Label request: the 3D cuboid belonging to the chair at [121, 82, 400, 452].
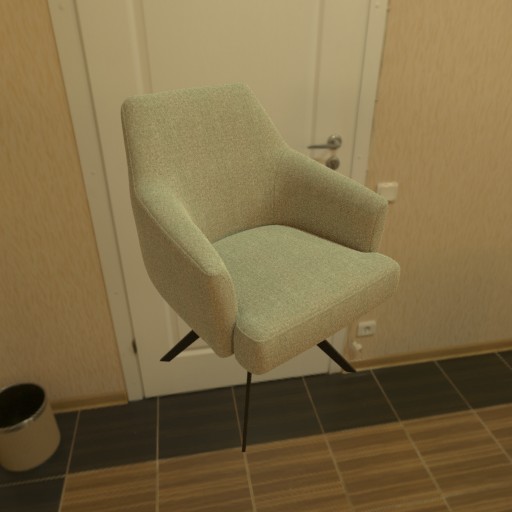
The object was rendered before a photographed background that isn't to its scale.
[{"bbox_3d":[0.000,0.000,1.322,0.642,0.874,0.677,-22,37,-34],"label":"chair"}]
